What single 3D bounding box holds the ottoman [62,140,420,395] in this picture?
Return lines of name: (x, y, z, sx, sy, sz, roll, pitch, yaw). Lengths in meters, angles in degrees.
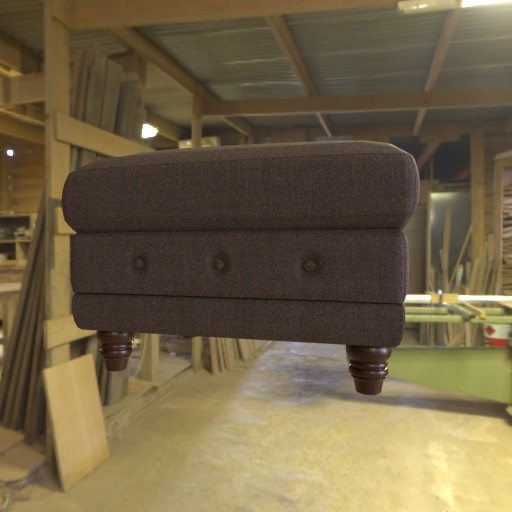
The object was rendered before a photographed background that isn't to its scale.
ottoman: (0.000, 0.000, 1.213, 0.809, 0.555, 0.599, 0, 1, 17)
